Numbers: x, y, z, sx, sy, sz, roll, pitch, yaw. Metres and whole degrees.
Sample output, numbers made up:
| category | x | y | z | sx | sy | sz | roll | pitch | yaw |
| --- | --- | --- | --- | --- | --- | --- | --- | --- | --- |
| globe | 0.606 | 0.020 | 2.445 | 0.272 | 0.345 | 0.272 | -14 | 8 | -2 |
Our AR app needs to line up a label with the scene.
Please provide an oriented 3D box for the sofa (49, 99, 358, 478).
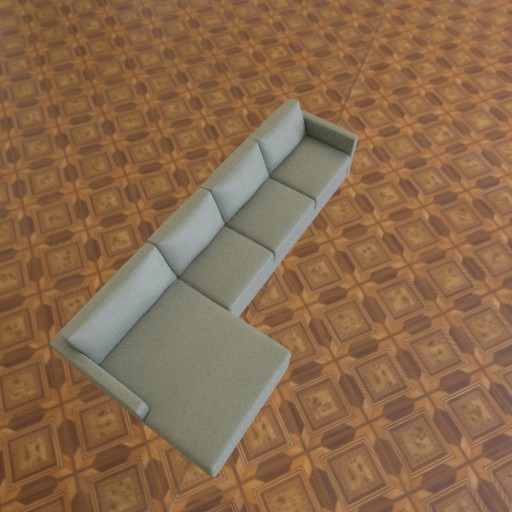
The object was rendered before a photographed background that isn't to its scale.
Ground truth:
| category | x | y | z | sx | sy | sz | roll | pitch | yaw |
| --- | --- | --- | --- | --- | --- | --- | --- | --- | --- |
| sofa | 0.000 | 0.000 | 4.199 | 1.600 | 0.953 | 3.470 | 30 | 63 | 18 |
